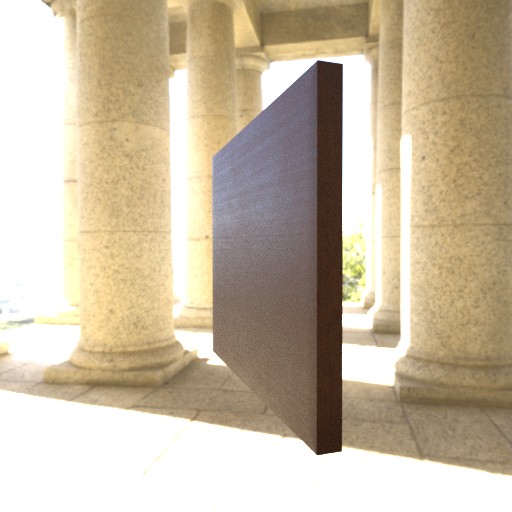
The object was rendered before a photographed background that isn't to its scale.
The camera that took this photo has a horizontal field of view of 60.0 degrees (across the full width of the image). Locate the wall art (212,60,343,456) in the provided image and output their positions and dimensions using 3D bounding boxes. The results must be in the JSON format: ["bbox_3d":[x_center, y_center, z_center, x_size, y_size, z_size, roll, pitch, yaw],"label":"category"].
[{"bbox_3d":[0.000,0.000,0.782,0.033,0.457,0.558,0,1,-18],"label":"wall art"}]
